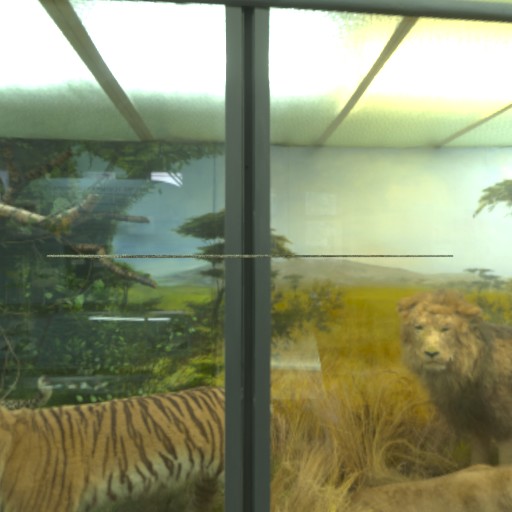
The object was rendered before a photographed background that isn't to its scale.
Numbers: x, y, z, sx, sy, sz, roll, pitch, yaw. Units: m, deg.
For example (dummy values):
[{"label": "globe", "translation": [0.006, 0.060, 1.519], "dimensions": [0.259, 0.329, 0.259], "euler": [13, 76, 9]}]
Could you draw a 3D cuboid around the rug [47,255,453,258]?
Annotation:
[{"label": "rug", "translation": [0.000, 0.000, 4.906], "dimensions": [3.824, 0.019, 2.393], "euler": [0, 0, -36]}]
